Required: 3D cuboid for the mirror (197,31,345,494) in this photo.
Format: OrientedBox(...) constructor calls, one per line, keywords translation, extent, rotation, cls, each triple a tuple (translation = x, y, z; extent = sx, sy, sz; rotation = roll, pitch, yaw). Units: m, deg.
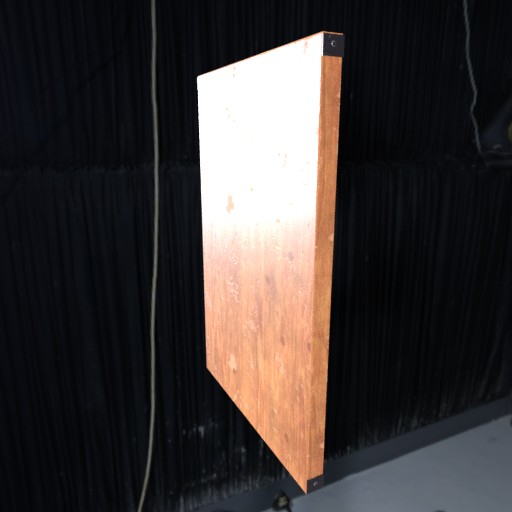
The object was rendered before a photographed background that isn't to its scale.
OrientedBox(translation=(0.000, 0.000, 0.933), extent=(0.053, 0.761, 0.517), rotation=(-7, 17, -26), cls="mirror")
